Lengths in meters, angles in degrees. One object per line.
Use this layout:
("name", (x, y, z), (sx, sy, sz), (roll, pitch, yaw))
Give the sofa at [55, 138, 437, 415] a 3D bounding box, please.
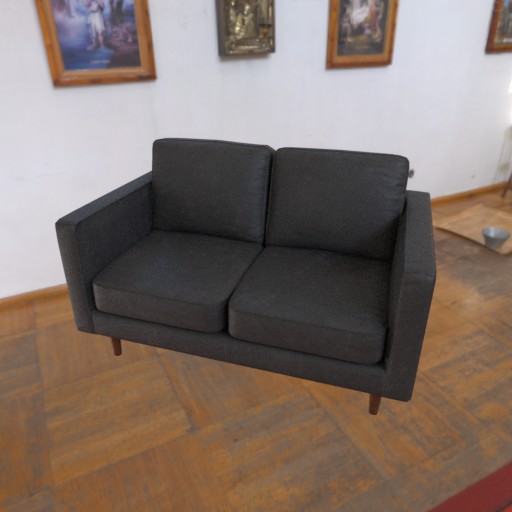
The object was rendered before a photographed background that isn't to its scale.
("sofa", (0.000, 0.000, 1.999), (1.430, 0.899, 0.879), (8, 28, 16))
